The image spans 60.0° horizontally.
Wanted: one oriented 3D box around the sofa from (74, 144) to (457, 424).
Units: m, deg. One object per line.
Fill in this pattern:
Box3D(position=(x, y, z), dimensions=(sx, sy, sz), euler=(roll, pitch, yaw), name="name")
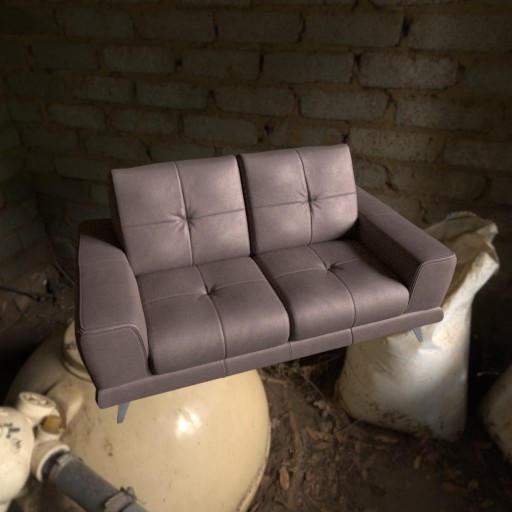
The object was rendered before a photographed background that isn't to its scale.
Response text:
Box3D(position=(0.000, 0.000, 2.348), dimensions=(1.806, 0.907, 1.018), euler=(-10, 33, -16), name="sofa")
